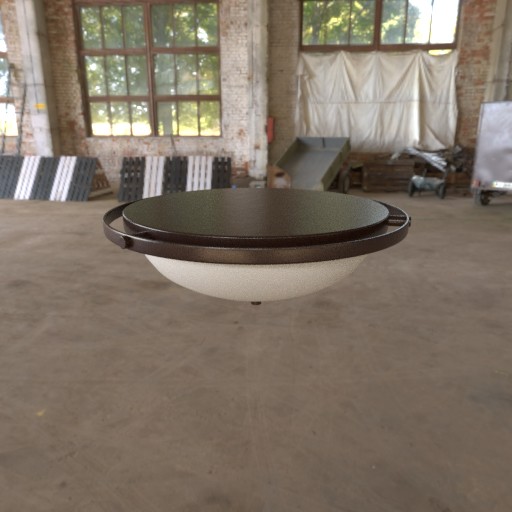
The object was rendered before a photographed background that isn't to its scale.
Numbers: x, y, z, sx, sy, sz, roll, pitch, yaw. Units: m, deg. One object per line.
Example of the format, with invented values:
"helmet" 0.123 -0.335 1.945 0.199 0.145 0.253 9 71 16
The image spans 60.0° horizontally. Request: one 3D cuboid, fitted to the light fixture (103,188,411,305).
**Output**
"light fixture" 0.000 0.000 0.566 0.361 0.130 0.361 0 17 0
